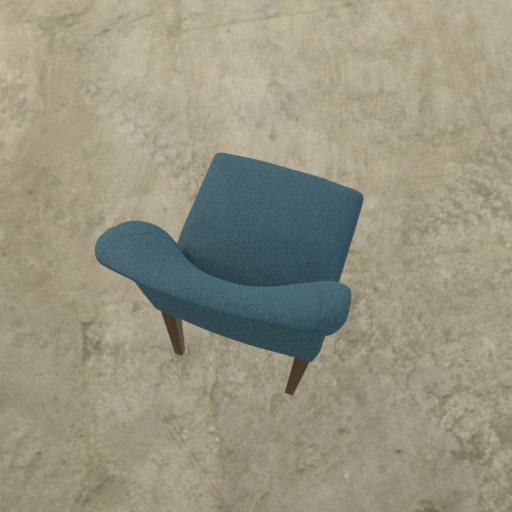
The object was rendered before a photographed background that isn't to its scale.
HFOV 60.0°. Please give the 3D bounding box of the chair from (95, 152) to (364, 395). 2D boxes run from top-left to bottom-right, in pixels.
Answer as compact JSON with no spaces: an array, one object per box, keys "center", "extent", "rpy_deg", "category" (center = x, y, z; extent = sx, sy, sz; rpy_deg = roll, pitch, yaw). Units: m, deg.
[{"center":[0.000,0.000,1.223],"extent":[0.507,0.879,0.620],"rpy_deg":[17,66,8],"category":"chair"}]
